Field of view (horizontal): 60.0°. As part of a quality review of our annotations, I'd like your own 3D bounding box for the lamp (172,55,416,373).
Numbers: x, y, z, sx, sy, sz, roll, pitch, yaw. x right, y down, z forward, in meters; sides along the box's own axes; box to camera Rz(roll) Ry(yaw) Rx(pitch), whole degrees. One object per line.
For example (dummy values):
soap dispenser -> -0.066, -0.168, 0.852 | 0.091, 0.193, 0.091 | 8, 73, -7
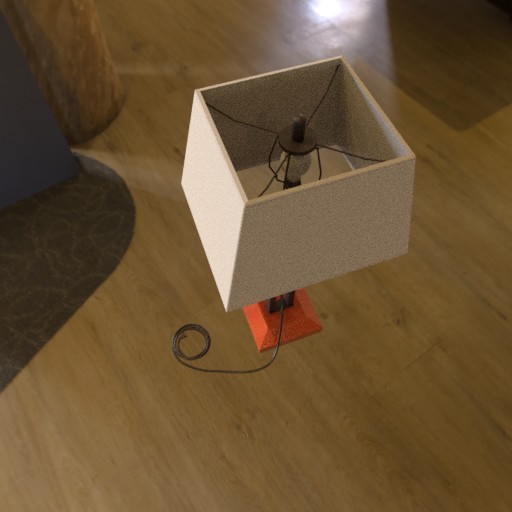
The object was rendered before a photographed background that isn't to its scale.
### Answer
lamp -> 0.000, 0.000, 0.963 | 0.498, 0.737, 0.310 | -17, 61, -10
